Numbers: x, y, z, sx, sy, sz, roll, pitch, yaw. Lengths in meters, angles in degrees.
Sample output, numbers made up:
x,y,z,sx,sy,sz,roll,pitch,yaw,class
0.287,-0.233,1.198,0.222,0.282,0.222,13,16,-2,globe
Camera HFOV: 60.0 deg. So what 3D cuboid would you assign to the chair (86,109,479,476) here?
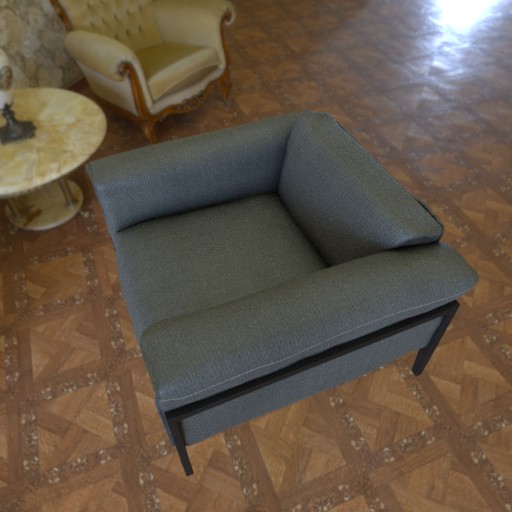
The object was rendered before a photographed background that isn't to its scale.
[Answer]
x,y,z,sx,sy,sz,roll,pitch,yaw,class
0.000,0.000,1.611,0.969,0.646,1.056,-17,50,-15,chair
